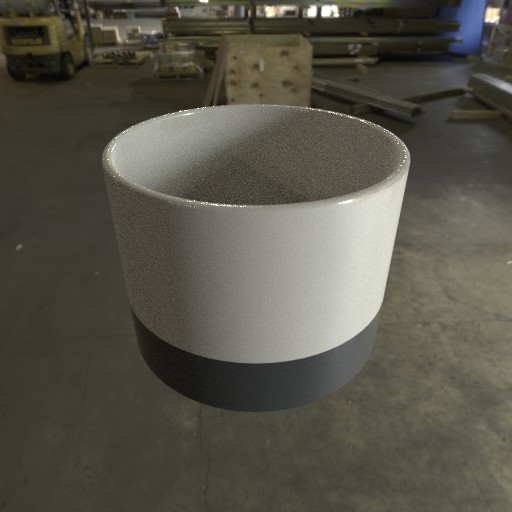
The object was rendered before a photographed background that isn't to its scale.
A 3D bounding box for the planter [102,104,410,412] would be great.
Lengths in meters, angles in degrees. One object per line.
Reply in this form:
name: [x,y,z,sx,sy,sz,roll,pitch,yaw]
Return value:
planter: [0.000,0.000,0.335,0.193,0.177,0.193,0,33,0]
